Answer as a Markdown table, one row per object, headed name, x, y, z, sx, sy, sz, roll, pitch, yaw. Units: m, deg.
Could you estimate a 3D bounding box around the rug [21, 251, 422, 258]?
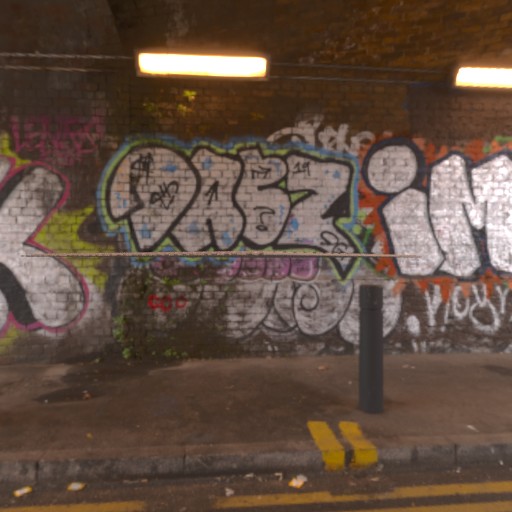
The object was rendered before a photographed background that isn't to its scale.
| name | x | y | z | sx | sy | sz | roll | pitch | yaw |
| --- | --- | --- | --- | --- | --- | --- | --- | --- | --- |
| rug | 0.000 | 0.000 | 2.319 | 1.230 | 0.014 | 1.847 | 0 | -1 | 35 |
